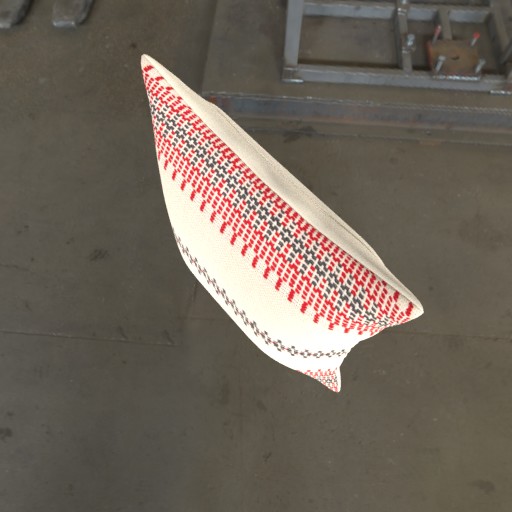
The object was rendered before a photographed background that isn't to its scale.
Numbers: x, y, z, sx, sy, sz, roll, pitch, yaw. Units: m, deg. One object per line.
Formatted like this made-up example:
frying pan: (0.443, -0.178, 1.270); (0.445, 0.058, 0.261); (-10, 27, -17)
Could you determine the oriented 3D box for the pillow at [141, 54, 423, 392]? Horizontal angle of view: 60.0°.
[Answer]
pillow: (0.000, 0.000, 0.693); (0.160, 0.454, 0.463); (-38, 70, -17)
